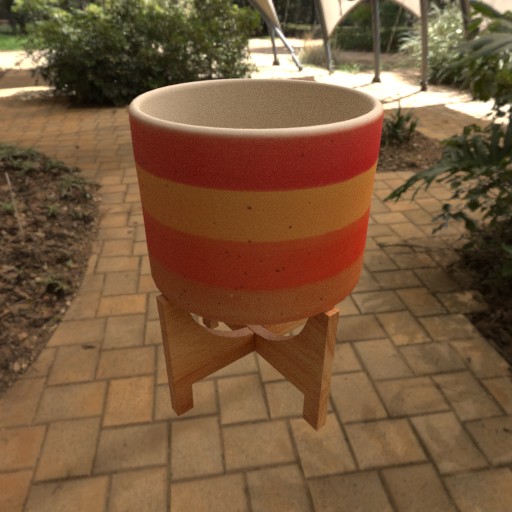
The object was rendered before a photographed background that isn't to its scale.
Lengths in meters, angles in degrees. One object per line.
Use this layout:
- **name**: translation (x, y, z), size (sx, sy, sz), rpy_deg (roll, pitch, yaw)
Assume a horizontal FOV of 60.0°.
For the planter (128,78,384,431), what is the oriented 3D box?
- **planter**: translation (0.000, 0.000, 0.553), size (0.269, 0.379, 0.269), rpy_deg (0, 31, 0)
